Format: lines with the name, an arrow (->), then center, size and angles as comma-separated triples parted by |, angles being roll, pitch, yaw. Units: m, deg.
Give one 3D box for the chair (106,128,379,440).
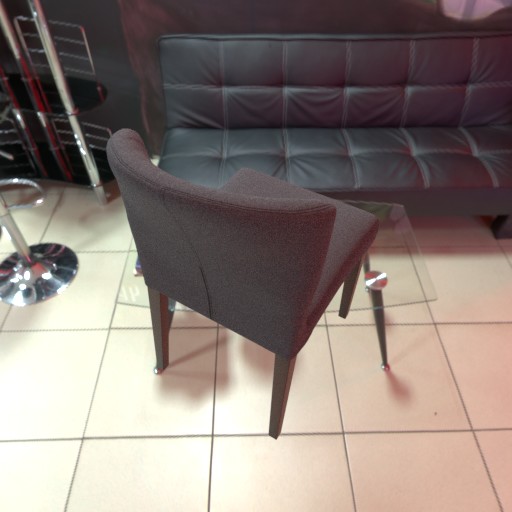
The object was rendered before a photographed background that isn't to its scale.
chair -> 0.000, 0.000, 1.185 | 0.491, 0.839, 0.592 | 24, 51, 21
